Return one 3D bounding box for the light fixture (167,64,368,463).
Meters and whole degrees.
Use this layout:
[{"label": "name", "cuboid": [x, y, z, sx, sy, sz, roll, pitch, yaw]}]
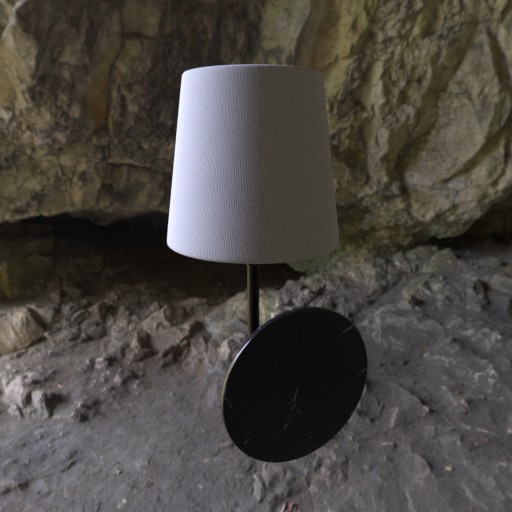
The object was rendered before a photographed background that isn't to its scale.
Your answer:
[{"label": "light fixture", "cuboid": [0.000, 0.000, 0.440, 0.168, 0.337, 0.188, -7, 17, -24]}]
